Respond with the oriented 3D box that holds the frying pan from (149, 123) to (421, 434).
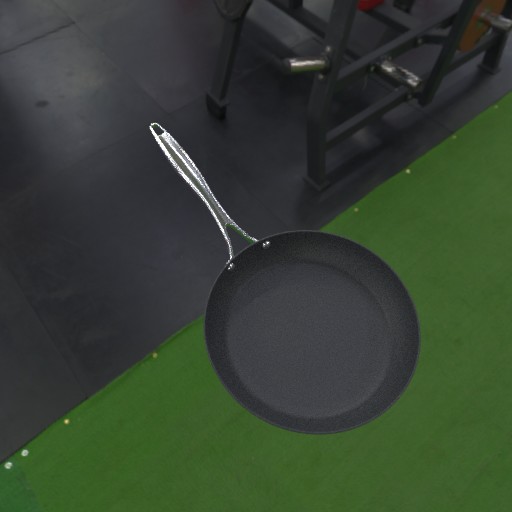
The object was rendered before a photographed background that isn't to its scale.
[{"bbox_3d":[0.000,0.000,0.568,0.255,0.105,0.472,-33,65,-18],"label":"frying pan"}]
